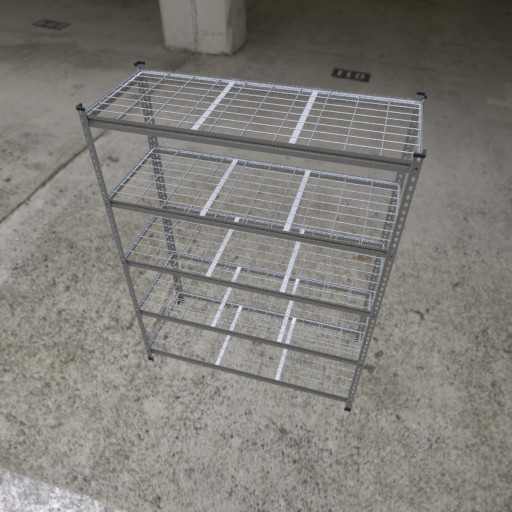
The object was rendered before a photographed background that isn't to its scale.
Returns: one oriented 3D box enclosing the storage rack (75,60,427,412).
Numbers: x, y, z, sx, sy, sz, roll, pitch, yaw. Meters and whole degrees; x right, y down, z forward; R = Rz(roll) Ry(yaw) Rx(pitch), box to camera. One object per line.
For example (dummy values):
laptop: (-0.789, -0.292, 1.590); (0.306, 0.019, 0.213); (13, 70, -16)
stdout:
storage rack: (0.000, 0.000, 2.726); (1.524, 1.981, 0.610); (11, 44, 12)
